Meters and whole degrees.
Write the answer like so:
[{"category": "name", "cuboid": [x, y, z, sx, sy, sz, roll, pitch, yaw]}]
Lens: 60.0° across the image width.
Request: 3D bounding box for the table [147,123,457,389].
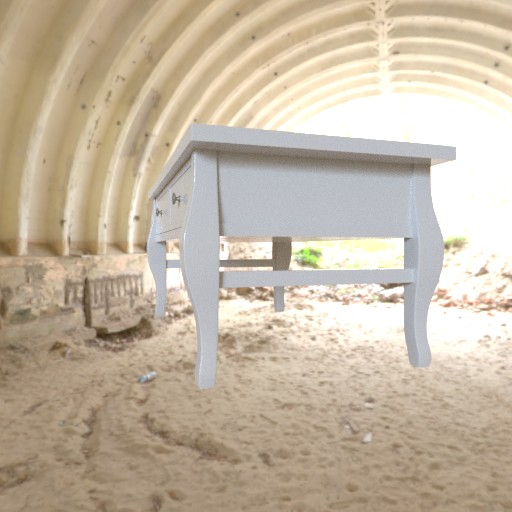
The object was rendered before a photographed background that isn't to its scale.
[{"category": "table", "cuboid": [0.000, 0.000, 1.390, 0.600, 0.495, 1.062, 0, 1, -18]}]
